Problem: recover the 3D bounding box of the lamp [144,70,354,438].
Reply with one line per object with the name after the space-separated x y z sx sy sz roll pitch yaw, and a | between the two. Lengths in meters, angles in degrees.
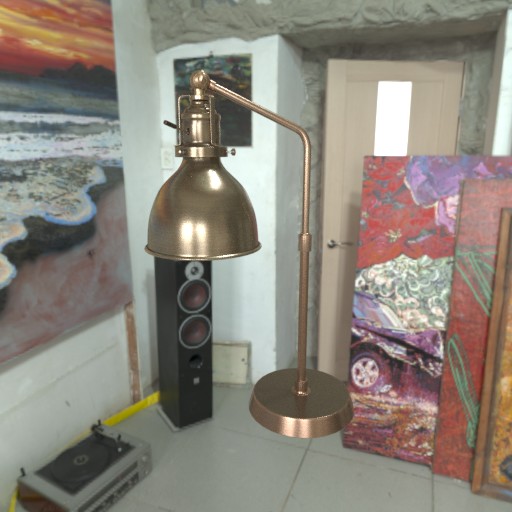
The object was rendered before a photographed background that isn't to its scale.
0.000 0.000 0.587 0.286 0.456 0.153 -2 14 -8 | lamp
